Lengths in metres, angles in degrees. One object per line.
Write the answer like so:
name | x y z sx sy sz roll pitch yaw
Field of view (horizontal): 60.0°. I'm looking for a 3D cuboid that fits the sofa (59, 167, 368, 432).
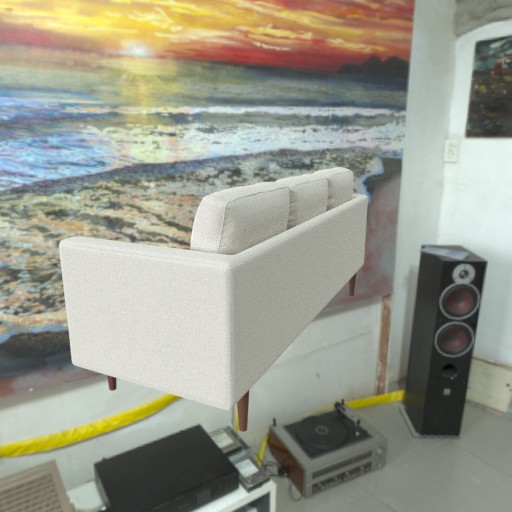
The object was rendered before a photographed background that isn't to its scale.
sofa | 0.000 0.000 2.501 0.802 0.912 2.029 7 16 25
